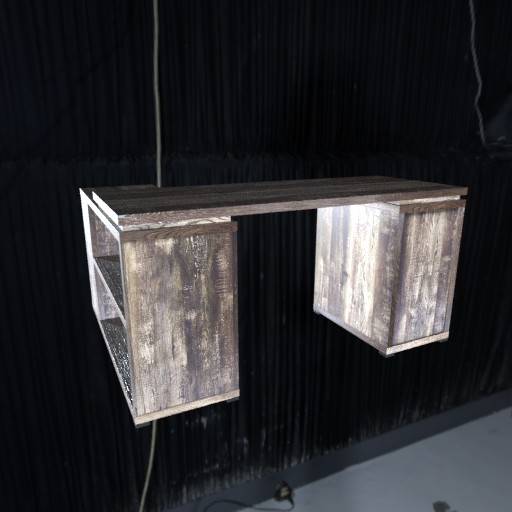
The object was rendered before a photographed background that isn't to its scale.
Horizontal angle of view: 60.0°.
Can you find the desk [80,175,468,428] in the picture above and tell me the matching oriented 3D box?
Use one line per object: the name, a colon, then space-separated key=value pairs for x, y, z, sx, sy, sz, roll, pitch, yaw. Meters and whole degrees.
desk: x=0.000 y=0.000 z=2.283 sx=1.524 sy=0.753 sz=1.200 roll=-8 pitch=18 yaw=-25
